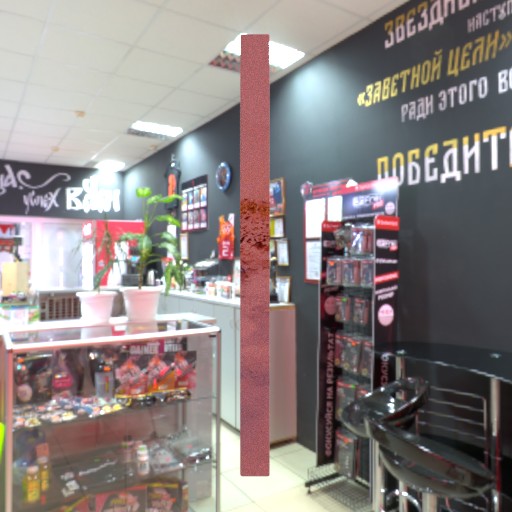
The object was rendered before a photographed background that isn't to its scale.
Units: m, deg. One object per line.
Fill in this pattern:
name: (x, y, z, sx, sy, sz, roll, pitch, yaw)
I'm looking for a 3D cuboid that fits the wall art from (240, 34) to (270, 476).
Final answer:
wall art: (0.000, 0.000, 1.591, 0.071, 1.061, 1.061, 0, 0, 0)
